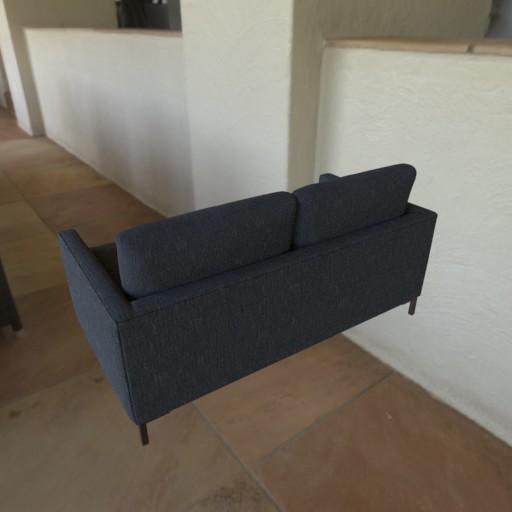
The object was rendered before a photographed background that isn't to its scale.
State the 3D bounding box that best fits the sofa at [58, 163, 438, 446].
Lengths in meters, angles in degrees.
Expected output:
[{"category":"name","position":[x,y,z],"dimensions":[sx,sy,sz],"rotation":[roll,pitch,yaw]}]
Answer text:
[{"category":"sofa","position":[0.000,0.000,2.263],"dimensions":[1.716,0.862,0.866],"rotation":[-17,32,-29]}]
